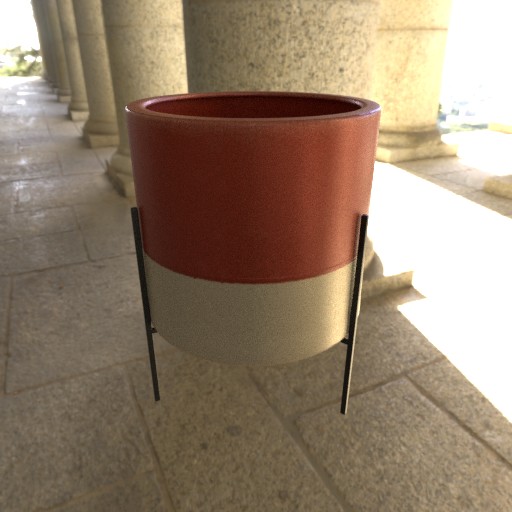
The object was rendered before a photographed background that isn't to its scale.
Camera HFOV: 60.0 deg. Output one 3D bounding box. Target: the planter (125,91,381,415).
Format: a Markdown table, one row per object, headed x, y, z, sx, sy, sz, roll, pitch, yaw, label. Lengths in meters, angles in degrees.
| x | y | z | sx | sy | sz | roll | pitch | yaw | label |
| --- | --- | --- | --- | --- | --- | --- | --- | --- | --- |
| 0.000 | 0.000 | 0.705 | 0.354 | 0.465 | 0.345 | 17 | 30 | 32 | planter |
